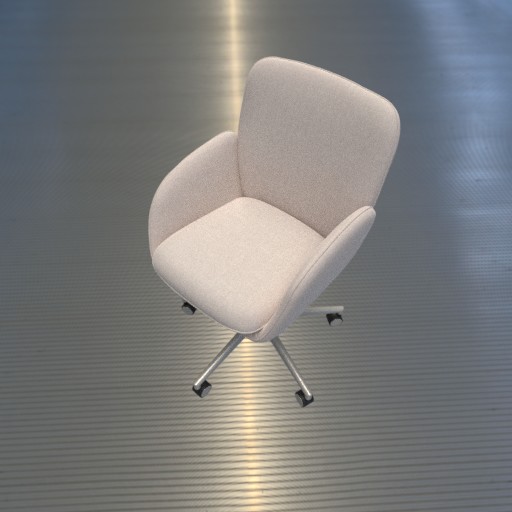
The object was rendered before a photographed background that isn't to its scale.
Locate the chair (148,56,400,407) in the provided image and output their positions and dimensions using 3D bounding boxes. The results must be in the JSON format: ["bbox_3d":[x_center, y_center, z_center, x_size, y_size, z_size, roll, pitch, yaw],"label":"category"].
[{"bbox_3d":[0.000,0.000,1.377,0.648,0.959,0.633,33,55,27],"label":"chair"}]
